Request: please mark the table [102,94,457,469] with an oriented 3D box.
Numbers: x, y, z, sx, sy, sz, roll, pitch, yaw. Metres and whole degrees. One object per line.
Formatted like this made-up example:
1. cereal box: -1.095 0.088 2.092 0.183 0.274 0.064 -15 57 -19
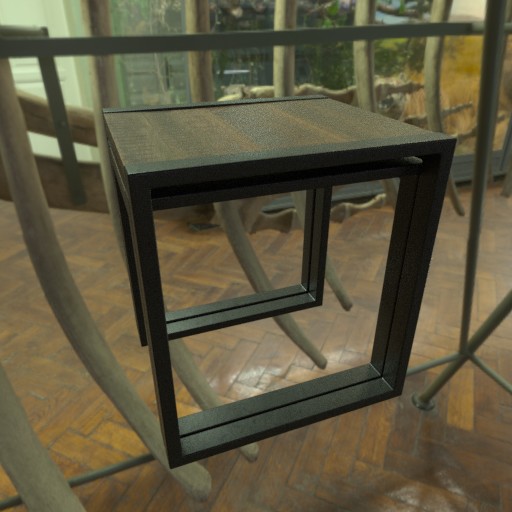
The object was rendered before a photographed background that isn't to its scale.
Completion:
1. table: 0.000 0.000 0.924 0.500 0.550 0.449 -10 30 -18
